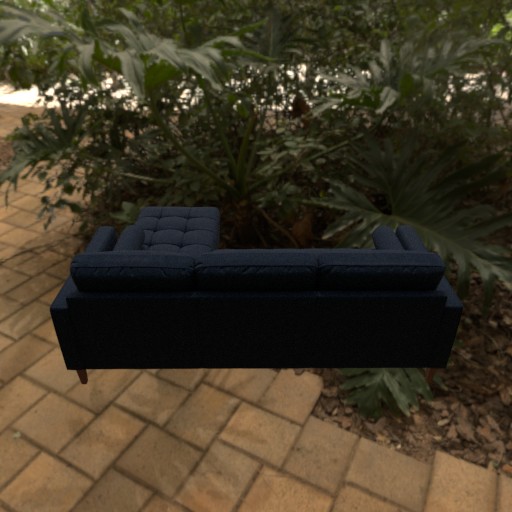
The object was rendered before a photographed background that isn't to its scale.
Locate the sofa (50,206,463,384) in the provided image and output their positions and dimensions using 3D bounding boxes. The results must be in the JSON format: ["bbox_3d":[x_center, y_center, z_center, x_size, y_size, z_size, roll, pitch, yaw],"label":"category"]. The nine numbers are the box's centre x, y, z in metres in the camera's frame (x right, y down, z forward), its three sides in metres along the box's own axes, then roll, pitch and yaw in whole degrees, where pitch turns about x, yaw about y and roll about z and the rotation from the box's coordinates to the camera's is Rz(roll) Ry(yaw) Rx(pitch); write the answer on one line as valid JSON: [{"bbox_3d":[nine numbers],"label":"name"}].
[{"bbox_3d":[0.000,0.000,3.051,2.185,0.841,1.613,0,32,0],"label":"sofa"}]
